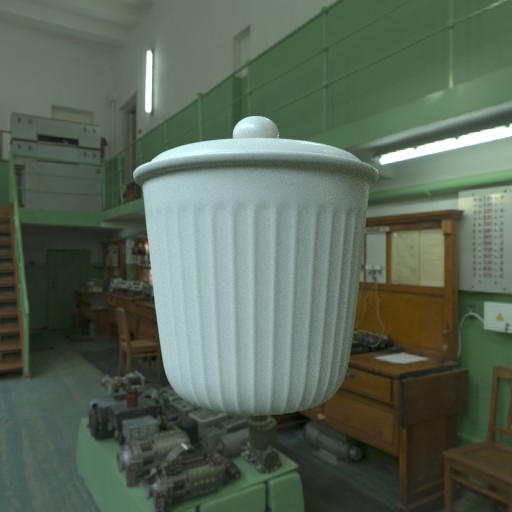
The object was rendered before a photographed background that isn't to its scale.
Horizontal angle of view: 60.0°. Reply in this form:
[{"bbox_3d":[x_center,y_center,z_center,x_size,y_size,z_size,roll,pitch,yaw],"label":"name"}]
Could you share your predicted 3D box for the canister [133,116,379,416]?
[{"bbox_3d":[0.000,0.000,0.338,0.181,0.211,0.181,0,0,0],"label":"canister"}]
